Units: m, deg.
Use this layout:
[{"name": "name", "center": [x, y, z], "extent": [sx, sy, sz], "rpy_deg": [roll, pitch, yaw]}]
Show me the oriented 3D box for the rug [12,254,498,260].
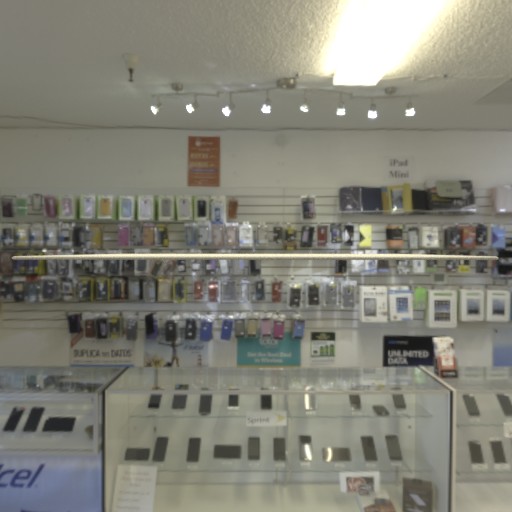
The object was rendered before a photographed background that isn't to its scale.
[{"name": "rug", "center": [0.000, 0.000, 2.265], "extent": [1.829, 0.013, 1.219], "rpy_deg": [0, 1, 2]}]
